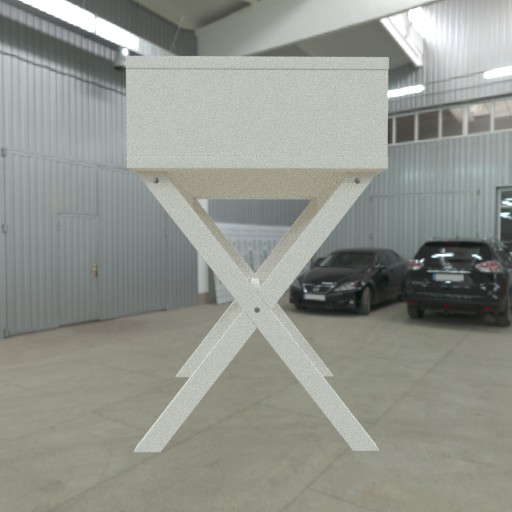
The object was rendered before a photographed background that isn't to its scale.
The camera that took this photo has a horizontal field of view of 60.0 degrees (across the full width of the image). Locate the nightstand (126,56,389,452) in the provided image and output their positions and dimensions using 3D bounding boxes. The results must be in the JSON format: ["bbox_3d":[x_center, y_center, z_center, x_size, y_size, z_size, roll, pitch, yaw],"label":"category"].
[{"bbox_3d":[0.000,0.000,0.923,0.402,0.623,0.479,0,2,-1],"label":"nightstand"}]
